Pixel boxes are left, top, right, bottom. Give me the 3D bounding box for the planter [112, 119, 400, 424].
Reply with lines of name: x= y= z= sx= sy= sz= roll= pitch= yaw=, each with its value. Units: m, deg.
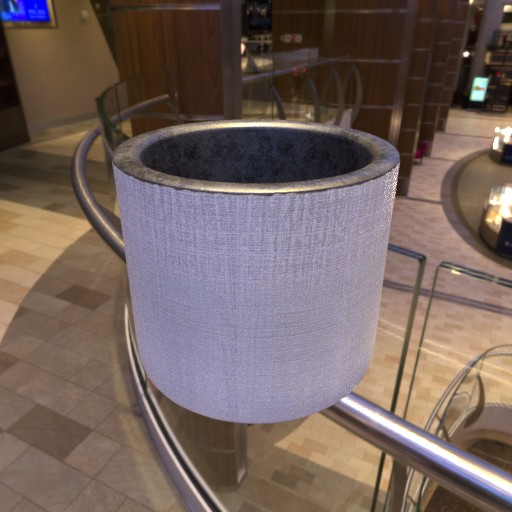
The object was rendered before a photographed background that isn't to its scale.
planter: x=0.000 y=0.000 z=0.222 sx=0.125 sy=0.112 sz=0.125 roll=0 pitch=27 yaw=0
